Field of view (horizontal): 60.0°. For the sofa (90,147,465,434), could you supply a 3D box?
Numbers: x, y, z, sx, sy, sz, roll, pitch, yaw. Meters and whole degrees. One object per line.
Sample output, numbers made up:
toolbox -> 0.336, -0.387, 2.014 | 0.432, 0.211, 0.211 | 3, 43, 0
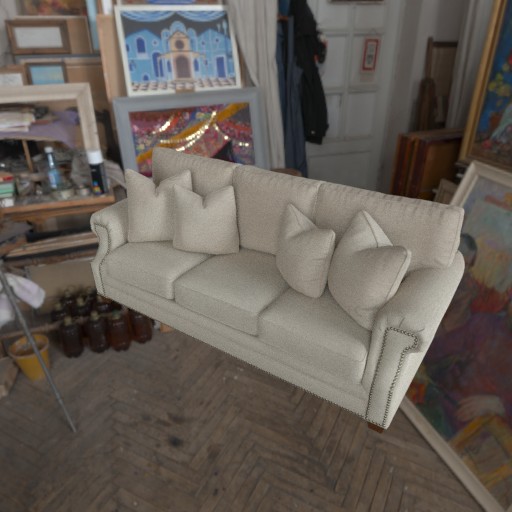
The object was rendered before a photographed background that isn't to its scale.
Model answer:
sofa -> 0.000, 0.000, 2.801 | 2.312, 0.975, 0.965 | 18, 33, 29
